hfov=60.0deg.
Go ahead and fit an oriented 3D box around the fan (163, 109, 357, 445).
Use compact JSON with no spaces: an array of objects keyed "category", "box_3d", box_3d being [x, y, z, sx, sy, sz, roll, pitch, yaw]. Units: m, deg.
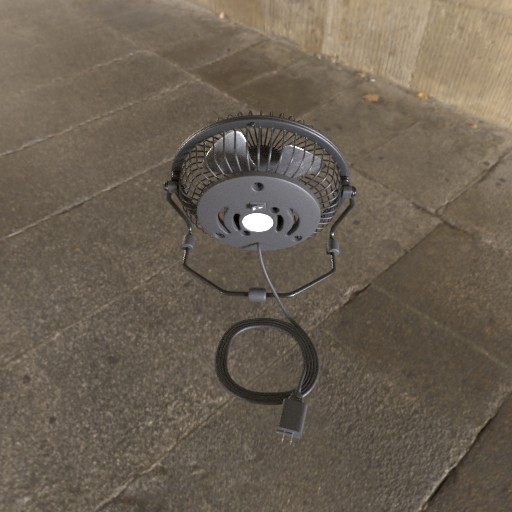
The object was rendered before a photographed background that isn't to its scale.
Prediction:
[{"category":"fan","box_3d":[0.000,0.000,0.306,0.153,0.152,0.202,2,47,2]}]
